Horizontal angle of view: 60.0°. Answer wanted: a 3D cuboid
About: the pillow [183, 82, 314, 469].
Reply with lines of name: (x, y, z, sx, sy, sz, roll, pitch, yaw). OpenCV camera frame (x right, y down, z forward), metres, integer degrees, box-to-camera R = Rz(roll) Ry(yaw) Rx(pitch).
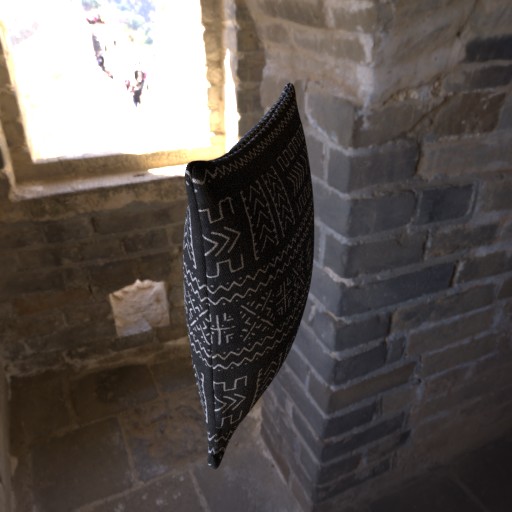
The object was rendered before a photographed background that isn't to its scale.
pillow: (0.000, 0.000, 0.668, 0.164, 0.430, 0.438, 8, 31, 14)
